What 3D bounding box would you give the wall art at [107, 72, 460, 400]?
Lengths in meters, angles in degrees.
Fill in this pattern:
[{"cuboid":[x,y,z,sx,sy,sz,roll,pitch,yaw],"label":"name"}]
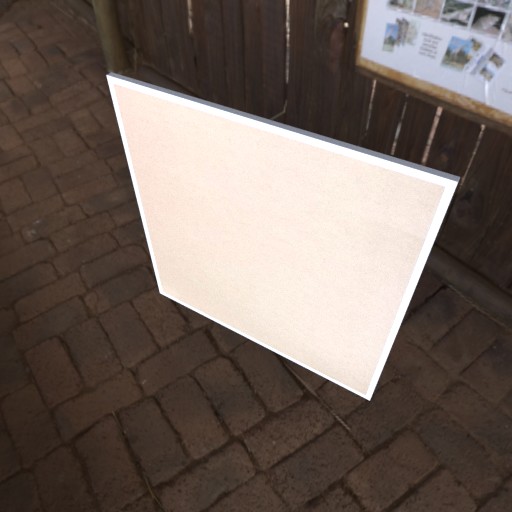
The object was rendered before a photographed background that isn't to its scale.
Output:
[{"cuboid":[0.000,0.000,0.822,0.557,0.557,0.012,23,50,21],"label":"wall art"}]
